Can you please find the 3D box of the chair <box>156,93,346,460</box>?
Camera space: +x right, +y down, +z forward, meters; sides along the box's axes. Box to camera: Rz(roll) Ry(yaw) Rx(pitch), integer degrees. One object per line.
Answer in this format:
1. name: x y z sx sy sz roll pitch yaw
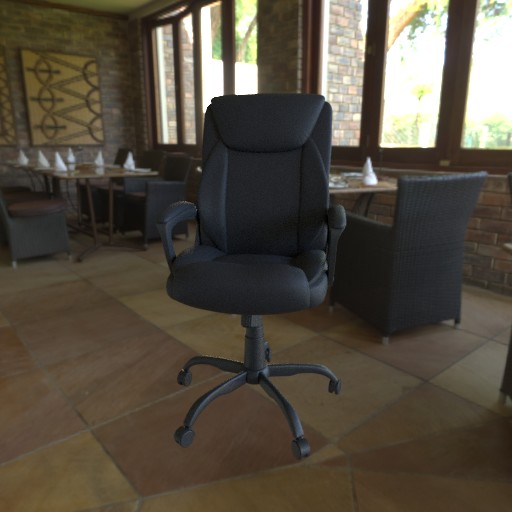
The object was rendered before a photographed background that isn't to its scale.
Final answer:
1. chair: 0.000 0.000 1.478 0.615 1.072 0.655 2 15 9
